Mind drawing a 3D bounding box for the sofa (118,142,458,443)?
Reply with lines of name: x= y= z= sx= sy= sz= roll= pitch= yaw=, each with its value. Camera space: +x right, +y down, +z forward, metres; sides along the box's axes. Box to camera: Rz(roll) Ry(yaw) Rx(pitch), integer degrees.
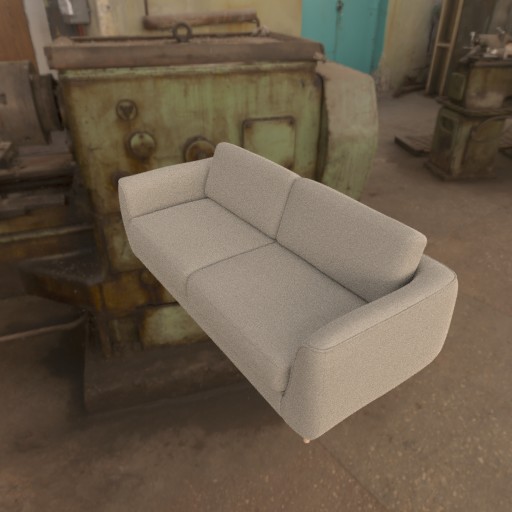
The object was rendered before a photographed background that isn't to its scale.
sofa: x=0.000 y=0.000 z=2.477 sx=0.920 sy=0.850 sz=2.000 roll=-20 pitch=36 yaw=-29
